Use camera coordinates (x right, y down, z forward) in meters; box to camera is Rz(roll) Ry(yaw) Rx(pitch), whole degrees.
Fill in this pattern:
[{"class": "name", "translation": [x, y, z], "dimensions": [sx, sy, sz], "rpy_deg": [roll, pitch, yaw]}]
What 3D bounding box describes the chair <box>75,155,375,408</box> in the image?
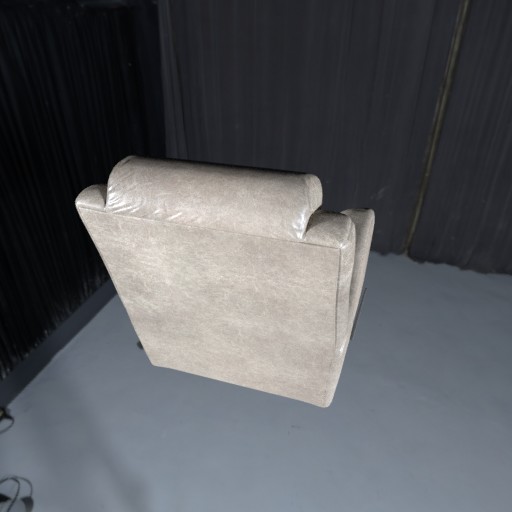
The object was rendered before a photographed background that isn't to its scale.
[{"class": "chair", "translation": [0.000, 0.000, 1.926], "dimensions": [0.967, 1.116, 1.068], "rpy_deg": [10, 34, 15]}]
